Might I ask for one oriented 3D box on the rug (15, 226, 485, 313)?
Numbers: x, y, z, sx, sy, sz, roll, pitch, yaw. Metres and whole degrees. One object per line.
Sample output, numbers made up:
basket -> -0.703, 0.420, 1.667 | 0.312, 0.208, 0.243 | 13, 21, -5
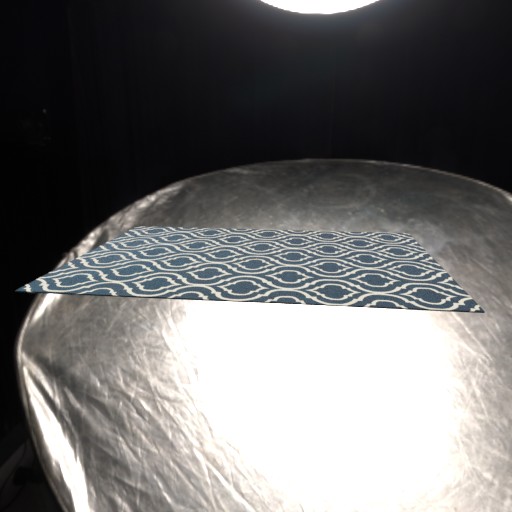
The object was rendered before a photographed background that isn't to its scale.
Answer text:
rug -> 0.000, 0.000, 4.287 | 3.353, 0.010, 2.438 | 2, 15, 7
